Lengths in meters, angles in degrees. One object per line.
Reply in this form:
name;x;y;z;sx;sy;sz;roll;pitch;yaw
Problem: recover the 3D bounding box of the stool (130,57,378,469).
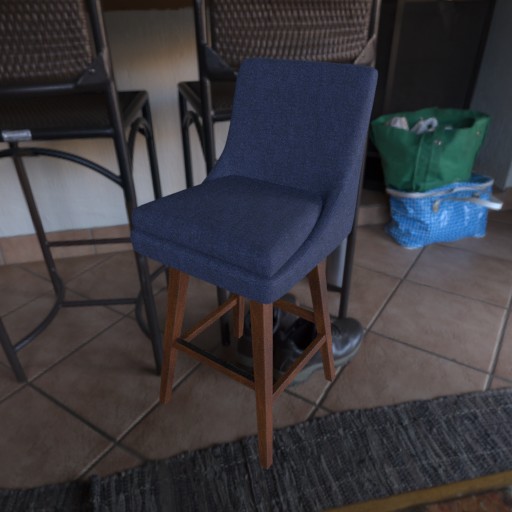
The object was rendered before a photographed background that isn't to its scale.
stool;0.000;0.000;1.371;0.489;1.068;0.572;19;35;30
